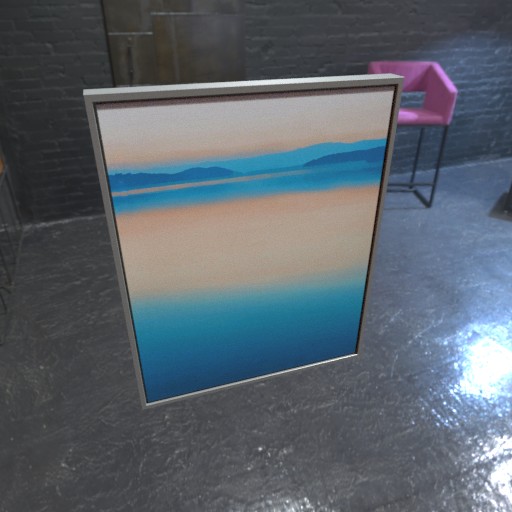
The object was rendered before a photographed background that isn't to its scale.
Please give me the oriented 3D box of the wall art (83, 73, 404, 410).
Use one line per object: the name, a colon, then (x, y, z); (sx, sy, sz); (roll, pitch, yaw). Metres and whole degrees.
wall art: (0.000, 0.000, 0.752); (0.453, 0.554, 0.037); (-9, 31, -16)
